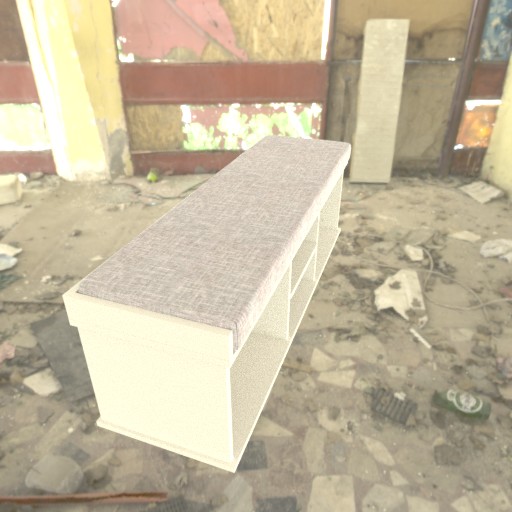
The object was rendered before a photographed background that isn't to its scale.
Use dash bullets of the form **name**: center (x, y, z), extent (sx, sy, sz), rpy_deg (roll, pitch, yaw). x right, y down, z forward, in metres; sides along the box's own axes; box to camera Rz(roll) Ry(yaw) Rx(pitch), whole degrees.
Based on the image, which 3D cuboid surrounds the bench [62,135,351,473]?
- **bench**: center (0.000, 0.000, 1.393), extent (0.363, 0.453, 1.196), rpy_deg (10, 32, 17)
